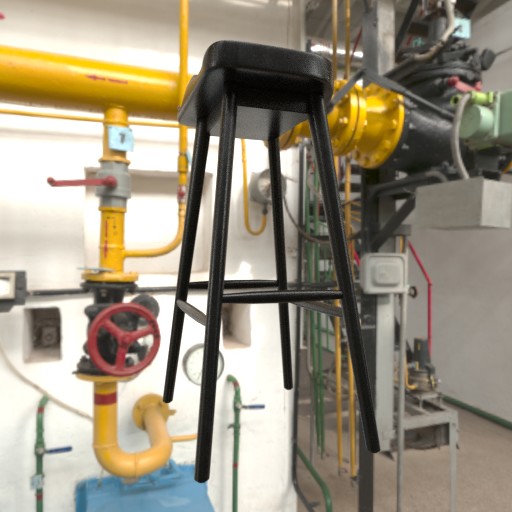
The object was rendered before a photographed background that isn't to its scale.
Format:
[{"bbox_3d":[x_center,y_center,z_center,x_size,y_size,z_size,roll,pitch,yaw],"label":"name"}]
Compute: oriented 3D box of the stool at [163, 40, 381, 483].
[{"bbox_3d":[0.000,0.000,0.989,0.361,0.749,0.440,0,0,-19],"label":"stool"}]
